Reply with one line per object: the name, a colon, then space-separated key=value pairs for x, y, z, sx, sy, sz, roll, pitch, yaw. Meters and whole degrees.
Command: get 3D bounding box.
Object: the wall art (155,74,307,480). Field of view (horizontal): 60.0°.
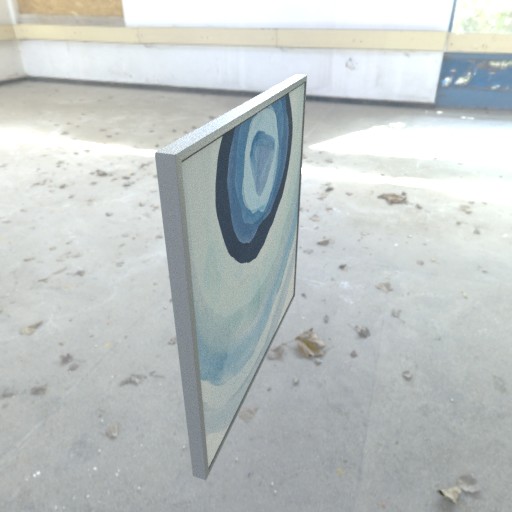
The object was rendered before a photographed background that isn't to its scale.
wall art: x=0.000 y=0.000 z=1.201 sx=0.038 sy=0.807 sz=0.809 roll=10 pitch=32 yaw=17
